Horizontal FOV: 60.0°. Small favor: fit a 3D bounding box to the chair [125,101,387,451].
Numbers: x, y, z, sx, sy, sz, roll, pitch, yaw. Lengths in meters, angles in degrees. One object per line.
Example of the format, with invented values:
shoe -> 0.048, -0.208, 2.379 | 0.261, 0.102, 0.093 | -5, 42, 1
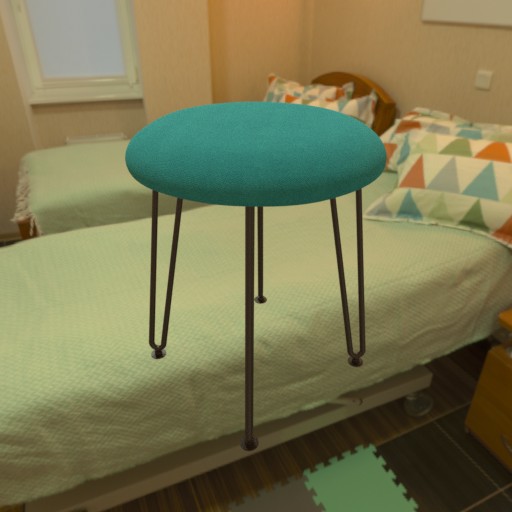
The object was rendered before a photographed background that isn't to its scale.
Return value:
chair -> 0.000, 0.000, 0.698 | 0.350, 0.430, 0.350 | 20, 36, 31
